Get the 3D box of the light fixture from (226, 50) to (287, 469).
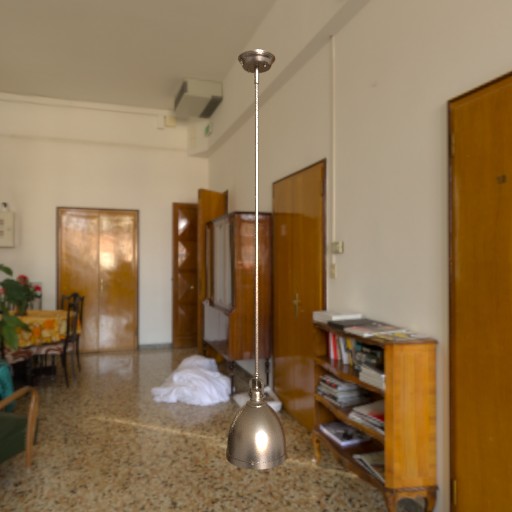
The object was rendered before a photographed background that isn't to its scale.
[{"bbox_3d":[0.000,0.000,1.531,0.217,1.367,0.211,0,-1,36],"label":"light fixture"}]
